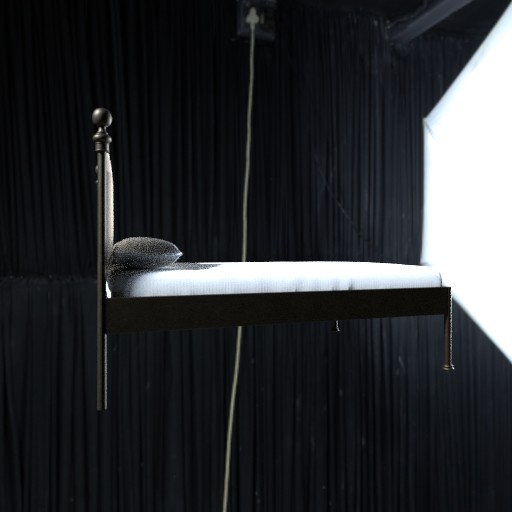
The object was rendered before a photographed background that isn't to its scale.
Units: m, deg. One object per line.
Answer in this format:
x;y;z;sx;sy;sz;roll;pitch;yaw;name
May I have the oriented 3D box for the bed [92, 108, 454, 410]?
0.000;0.000;3.172;2.170;1.462;1.533;0;1;-19;bed
